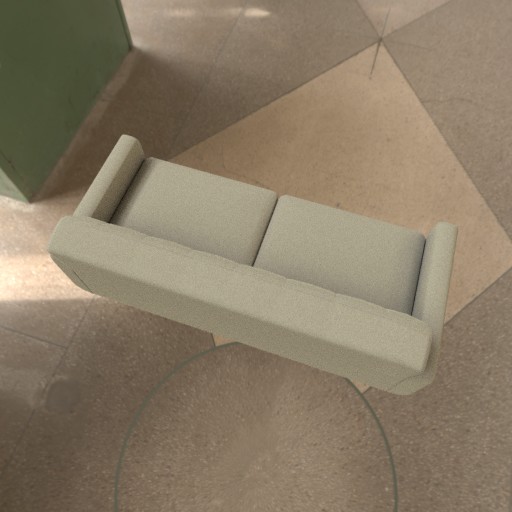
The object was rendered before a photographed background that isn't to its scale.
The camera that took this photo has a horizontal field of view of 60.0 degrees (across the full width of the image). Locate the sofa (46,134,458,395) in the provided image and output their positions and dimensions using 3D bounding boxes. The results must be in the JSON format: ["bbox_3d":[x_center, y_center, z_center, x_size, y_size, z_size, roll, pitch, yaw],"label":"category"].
[{"bbox_3d":[0.000,0.000,2.620,2.137,0.892,0.980,17,65,8],"label":"sofa"}]
